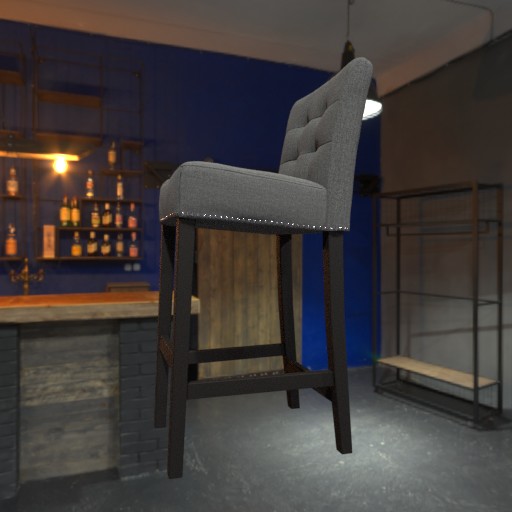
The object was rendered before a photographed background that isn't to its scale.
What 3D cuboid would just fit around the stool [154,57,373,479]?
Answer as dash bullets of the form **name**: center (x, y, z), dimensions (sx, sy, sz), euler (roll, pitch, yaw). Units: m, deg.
- **stool**: center (0.000, 0.000, 1.278), dimensions (0.548, 1.047, 0.411), euler (0, 1, -19)
